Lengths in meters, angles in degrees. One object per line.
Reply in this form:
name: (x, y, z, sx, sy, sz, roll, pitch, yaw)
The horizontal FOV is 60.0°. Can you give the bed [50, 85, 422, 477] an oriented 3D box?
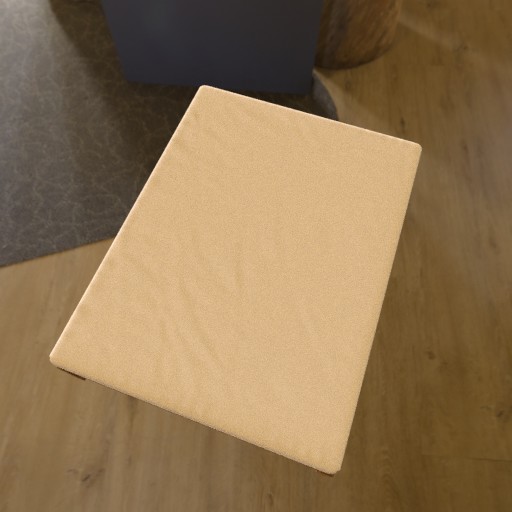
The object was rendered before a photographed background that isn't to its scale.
bed: (0.000, 0.000, 2.703, 1.536, 0.431, 2.016, 18, 66, 8)
